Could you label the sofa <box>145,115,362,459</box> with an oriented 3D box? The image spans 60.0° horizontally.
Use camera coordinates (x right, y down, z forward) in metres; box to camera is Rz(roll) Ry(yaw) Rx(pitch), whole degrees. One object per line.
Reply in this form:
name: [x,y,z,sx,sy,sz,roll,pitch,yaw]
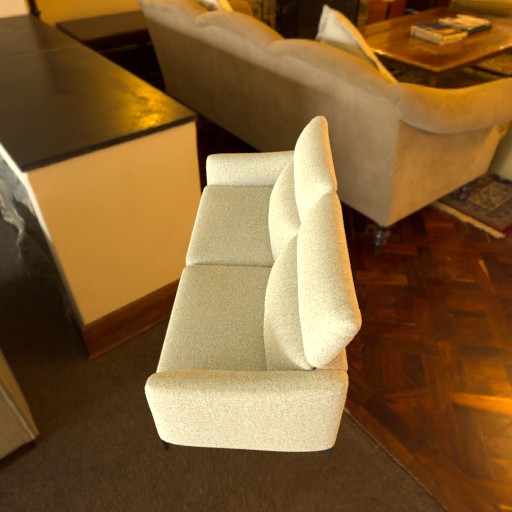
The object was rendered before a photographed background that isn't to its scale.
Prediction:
sofa: [0.000,0.000,2.542,0.856,0.956,2.015,2,41,2]
